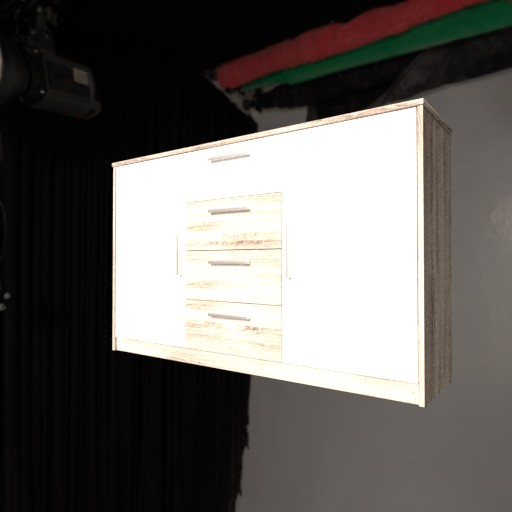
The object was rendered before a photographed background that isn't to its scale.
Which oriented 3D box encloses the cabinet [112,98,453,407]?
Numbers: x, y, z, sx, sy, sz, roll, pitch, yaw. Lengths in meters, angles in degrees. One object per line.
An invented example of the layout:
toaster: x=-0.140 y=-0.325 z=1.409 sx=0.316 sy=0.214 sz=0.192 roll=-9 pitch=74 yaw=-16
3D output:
cabinet: x=0.000 y=0.000 z=1.845 sx=1.450 sy=0.900 sz=0.380 roll=-1 pitch=-1 yaw=36
